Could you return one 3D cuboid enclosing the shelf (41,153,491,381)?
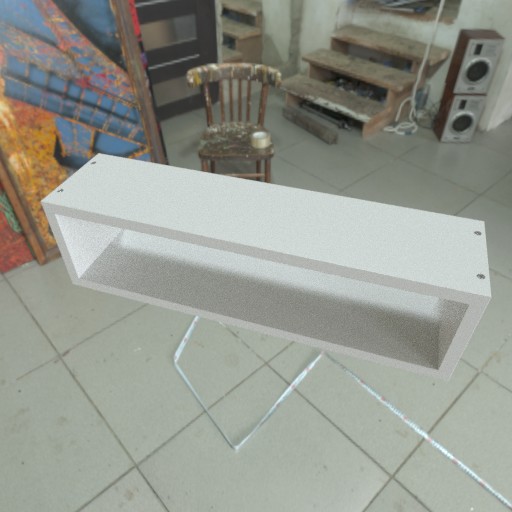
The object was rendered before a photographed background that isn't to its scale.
[{"bbox_3d":[0.000,0.000,0.682,0.610,0.170,0.150,12,43,13],"label":"shelf"}]
